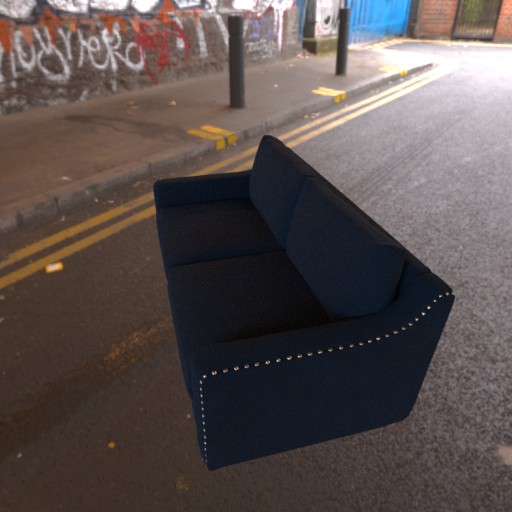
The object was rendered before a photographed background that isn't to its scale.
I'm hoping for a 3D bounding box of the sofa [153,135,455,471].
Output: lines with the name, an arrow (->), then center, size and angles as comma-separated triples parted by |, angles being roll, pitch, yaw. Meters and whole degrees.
sofa -> 0.000, 0.000, 2.698 | 1.104, 0.983, 2.107 | -8, 31, -13
